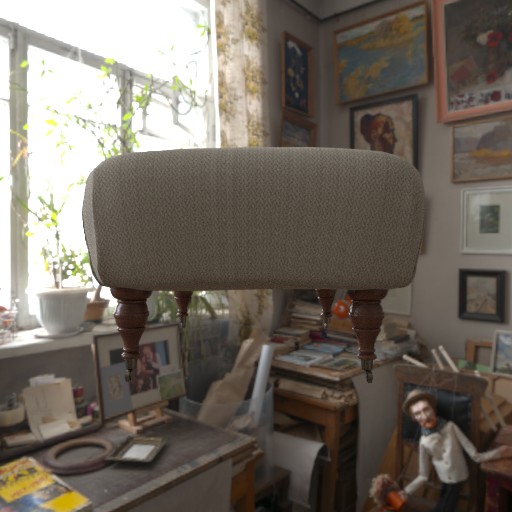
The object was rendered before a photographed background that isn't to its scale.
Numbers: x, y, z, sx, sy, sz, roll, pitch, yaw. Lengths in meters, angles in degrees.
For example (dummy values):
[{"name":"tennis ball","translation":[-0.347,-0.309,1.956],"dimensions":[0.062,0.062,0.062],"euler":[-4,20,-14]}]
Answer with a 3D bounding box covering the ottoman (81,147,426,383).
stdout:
[{"name":"ottoman","translation":[0.000,0.000,1.076],"dimensions":[0.622,0.447,0.684],"euler":[0,1,1]}]
